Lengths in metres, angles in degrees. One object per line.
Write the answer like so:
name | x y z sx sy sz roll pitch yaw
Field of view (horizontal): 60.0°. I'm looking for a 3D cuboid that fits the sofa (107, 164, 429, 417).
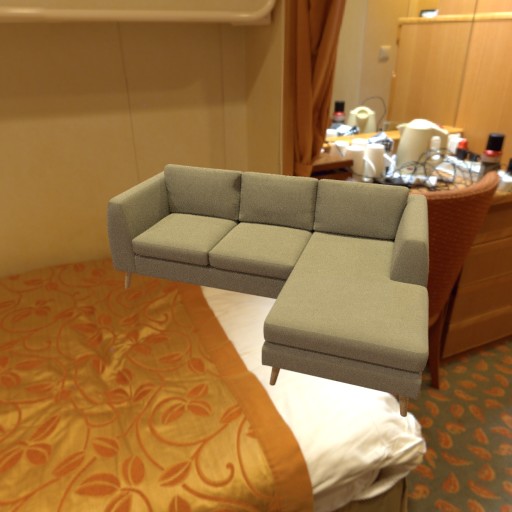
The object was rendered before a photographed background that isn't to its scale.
sofa | 0.000 0.000 3.121 2.300 0.860 1.580 9 28 17
